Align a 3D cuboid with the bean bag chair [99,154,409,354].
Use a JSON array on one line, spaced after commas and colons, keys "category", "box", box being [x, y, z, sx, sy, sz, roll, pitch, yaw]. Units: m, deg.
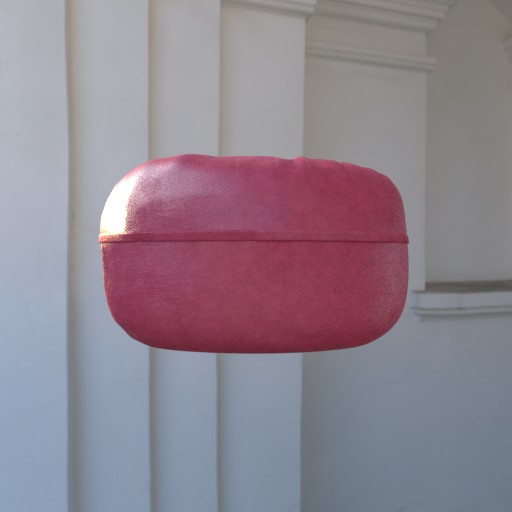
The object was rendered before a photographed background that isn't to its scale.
[{"category": "bean bag chair", "box": [0.000, 0.000, 2.437, 1.524, 0.878, 1.524, 0, 0, 0]}]
